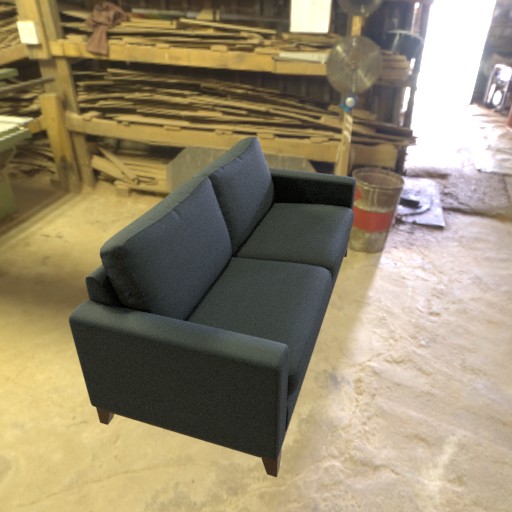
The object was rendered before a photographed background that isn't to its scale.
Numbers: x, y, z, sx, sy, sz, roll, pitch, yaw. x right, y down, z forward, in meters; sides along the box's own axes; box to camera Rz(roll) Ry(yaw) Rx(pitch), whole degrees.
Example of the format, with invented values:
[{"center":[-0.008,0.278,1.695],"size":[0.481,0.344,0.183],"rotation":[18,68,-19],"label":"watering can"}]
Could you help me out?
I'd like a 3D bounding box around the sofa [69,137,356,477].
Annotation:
[{"center":[0.000,0.000,2.416],"size":[0.877,0.865,1.900],"rotation":[10,32,16],"label":"sofa"}]
